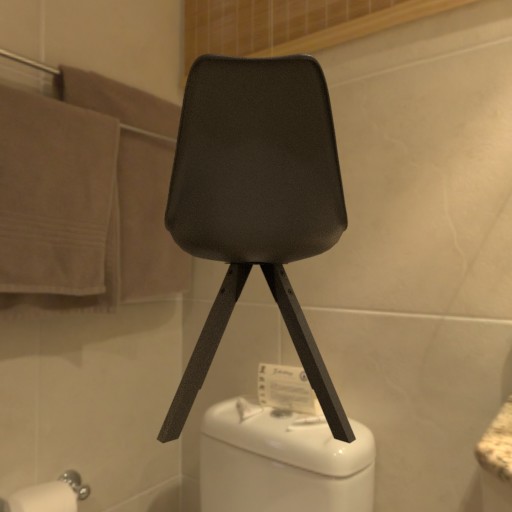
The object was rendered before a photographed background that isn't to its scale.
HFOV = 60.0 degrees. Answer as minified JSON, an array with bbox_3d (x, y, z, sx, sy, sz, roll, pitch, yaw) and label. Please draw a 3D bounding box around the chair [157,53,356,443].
[{"bbox_3d":[0.000,0.000,1.194,0.485,0.850,0.550,0,-1,0],"label":"chair"}]
